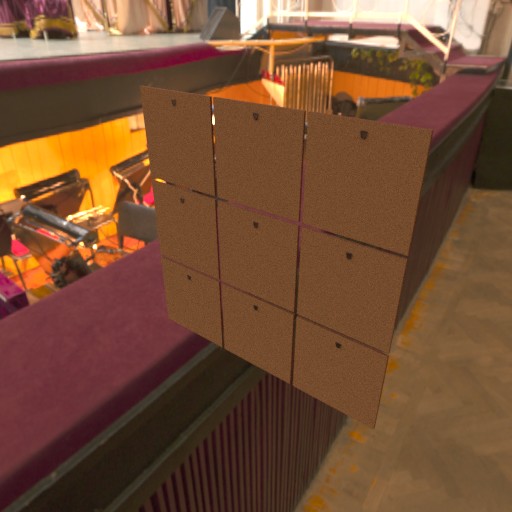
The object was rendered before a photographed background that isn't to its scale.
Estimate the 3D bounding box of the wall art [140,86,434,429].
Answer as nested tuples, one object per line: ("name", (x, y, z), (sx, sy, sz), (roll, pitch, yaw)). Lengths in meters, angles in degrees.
("wall art", (0.000, 0.000, 2.313), (1.533, 1.532, 0.019), (21, 36, 32))
